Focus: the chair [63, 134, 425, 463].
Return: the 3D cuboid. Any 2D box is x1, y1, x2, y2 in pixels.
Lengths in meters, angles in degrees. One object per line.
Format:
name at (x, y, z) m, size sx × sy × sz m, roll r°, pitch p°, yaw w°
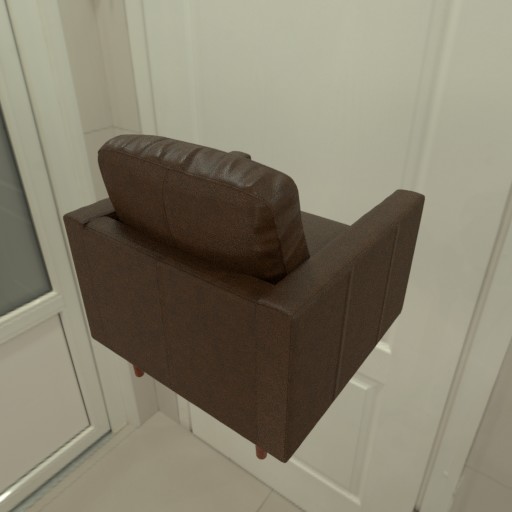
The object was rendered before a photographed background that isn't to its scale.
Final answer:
chair at (0.000, 0.000, 1.616) m, size 0.890 × 0.956 × 0.909 m, roll 21°, pitch 36°, yaw 31°
